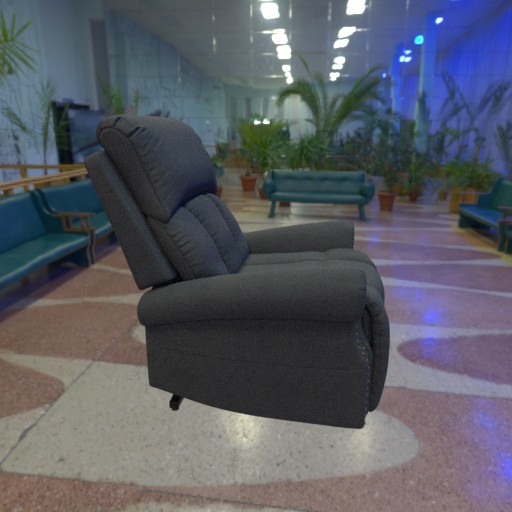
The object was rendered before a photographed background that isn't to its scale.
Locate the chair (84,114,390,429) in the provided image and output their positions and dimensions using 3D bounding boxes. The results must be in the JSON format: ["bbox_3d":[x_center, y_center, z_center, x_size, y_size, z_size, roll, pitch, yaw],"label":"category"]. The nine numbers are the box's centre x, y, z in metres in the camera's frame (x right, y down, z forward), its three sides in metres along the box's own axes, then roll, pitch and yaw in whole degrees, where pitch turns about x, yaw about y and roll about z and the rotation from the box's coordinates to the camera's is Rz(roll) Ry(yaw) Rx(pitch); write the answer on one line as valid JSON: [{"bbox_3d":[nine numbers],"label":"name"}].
[{"bbox_3d":[0.000,0.000,1.707,0.979,1.031,0.871,3,16,9],"label":"chair"}]
